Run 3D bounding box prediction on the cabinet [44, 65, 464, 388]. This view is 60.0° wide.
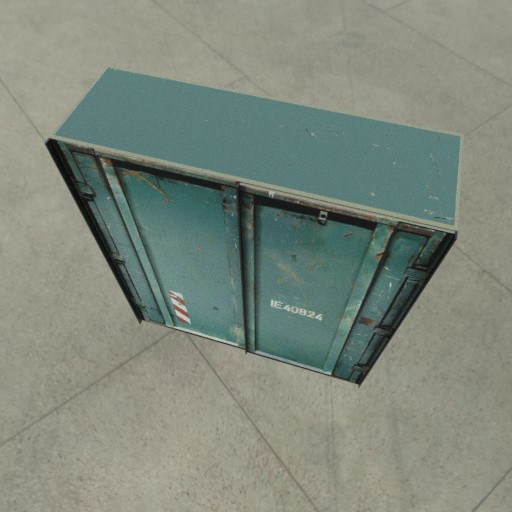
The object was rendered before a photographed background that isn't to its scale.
[{"bbox_3d":[0.000,0.000,3.130,2.000,2.160,0.680,14,58,9],"label":"cabinet"}]
